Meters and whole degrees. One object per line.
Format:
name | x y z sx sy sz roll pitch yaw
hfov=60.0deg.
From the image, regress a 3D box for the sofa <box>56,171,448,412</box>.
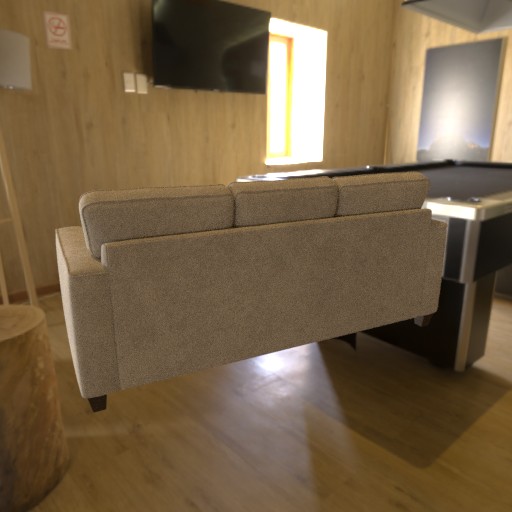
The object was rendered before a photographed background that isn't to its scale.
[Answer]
sofa | 0.000 0.000 2.627 2.133 0.965 0.939 -8 18 -25
